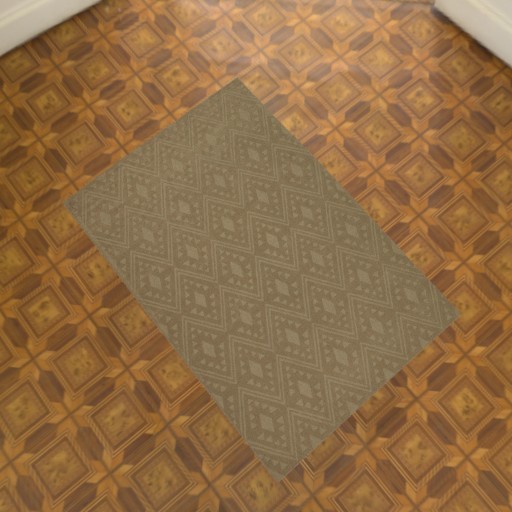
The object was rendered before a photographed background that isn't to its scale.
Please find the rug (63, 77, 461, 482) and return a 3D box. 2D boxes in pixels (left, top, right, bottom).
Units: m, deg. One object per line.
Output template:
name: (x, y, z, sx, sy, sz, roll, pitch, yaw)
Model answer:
rug: (0.000, 0.000, 2.362, 1.252, 0.034, 1.829, -39, 79, -9)
